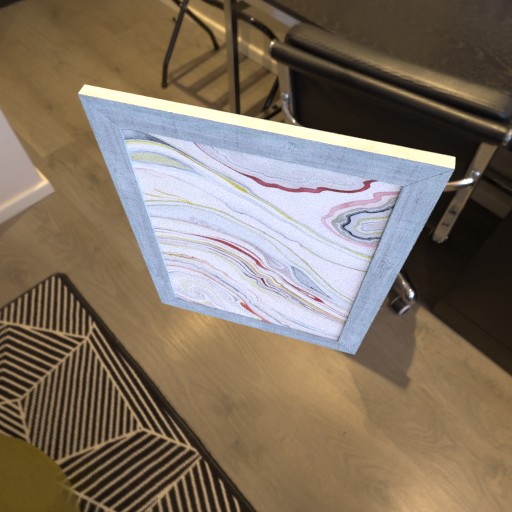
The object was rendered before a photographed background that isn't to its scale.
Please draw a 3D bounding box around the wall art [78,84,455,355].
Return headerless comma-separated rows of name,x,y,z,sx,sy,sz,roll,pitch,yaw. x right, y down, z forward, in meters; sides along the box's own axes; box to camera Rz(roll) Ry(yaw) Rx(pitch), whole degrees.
wall art,0.000,0.000,0.809,0.481,0.613,0.020,14,59,9
